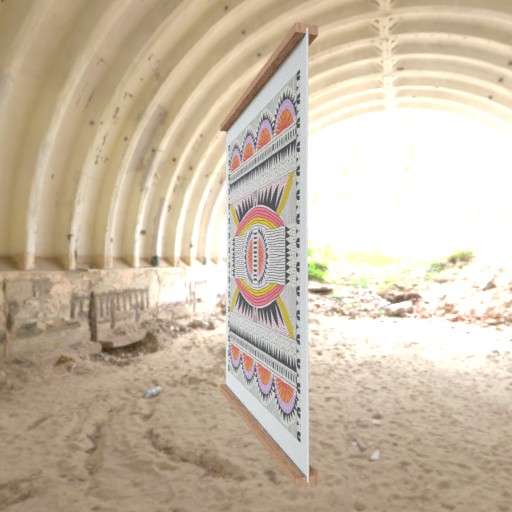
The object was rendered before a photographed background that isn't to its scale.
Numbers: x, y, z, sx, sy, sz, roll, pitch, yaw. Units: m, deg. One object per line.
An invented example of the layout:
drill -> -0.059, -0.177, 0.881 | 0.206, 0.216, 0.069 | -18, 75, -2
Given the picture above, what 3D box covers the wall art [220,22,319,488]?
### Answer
wall art -> 0.000, 0.000, 0.696 | 0.028, 0.527, 0.403 | 0, -1, -17
